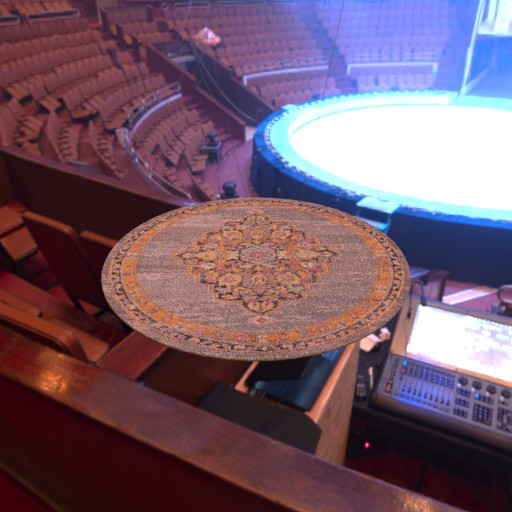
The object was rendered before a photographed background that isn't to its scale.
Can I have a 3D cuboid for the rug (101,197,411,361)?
[{"bbox_3d":[0.000,0.000,3.562,2.382,0.014,2.382,0,30,0],"label":"rug"}]
